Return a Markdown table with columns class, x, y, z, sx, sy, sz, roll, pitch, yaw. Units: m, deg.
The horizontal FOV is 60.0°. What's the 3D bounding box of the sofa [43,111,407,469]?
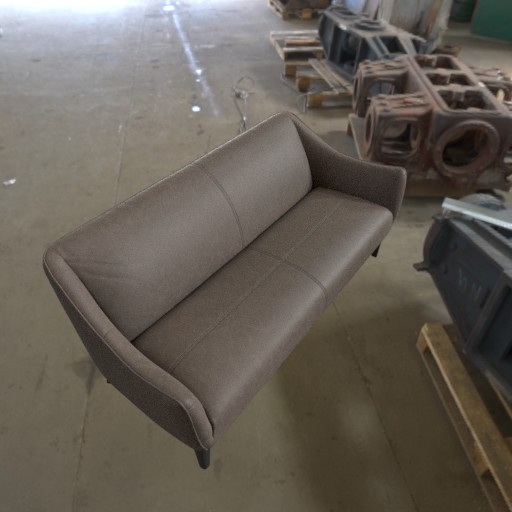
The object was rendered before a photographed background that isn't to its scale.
| class | x | y | z | sx | sy | sz | roll | pitch | yaw |
| --- | --- | --- | --- | --- | --- | --- | --- | --- | --- |
| sofa | 0.000 | 0.000 | 2.327 | 0.869 | 0.831 | 1.928 | 25 | 46 | 27 |
